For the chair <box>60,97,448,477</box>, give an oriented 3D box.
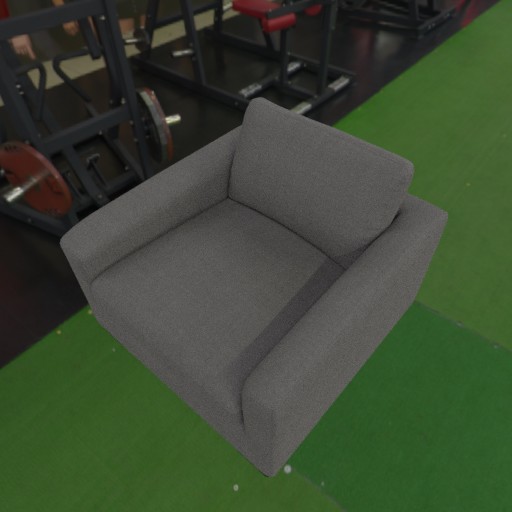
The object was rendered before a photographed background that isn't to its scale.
[{"bbox_3d":[0.000,0.000,1.810,1.070,0.847,1.100,32,54,27],"label":"chair"}]
